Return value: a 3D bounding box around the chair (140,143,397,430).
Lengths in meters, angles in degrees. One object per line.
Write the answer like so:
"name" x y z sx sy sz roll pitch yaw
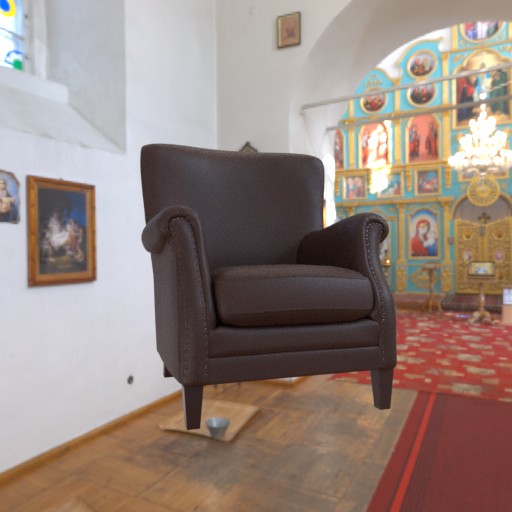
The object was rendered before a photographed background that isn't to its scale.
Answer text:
"chair" 0.000 0.000 1.391 0.700 0.800 0.746 0 0 -18
